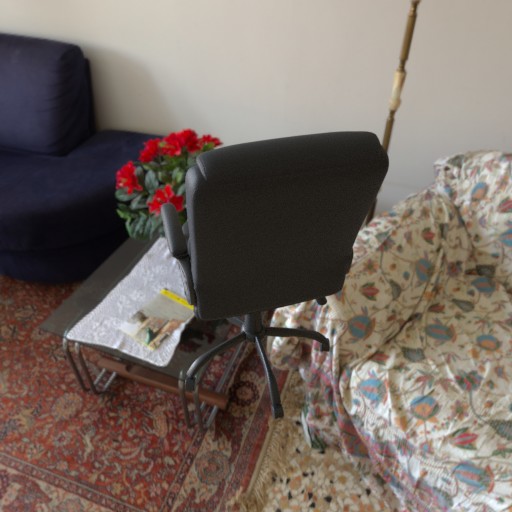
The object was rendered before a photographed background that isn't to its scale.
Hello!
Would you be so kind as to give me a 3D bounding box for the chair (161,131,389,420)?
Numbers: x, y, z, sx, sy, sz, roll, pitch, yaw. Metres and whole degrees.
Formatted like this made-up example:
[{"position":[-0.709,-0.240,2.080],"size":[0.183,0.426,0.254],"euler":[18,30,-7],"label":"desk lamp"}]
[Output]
[{"position":[0.000,0.000,1.496],"size":[0.615,1.072,0.655],"euler":[-10,41,-12],"label":"chair"}]
